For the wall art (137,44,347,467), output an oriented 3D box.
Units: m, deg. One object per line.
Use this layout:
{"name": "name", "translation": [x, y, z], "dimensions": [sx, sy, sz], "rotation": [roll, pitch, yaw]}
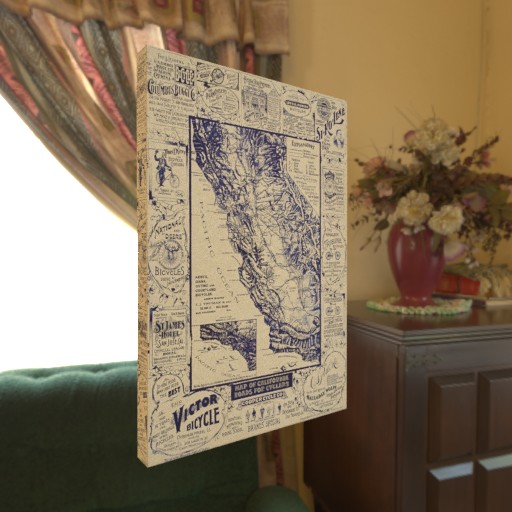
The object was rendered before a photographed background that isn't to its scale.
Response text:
{"name": "wall art", "translation": [0.000, 0.000, 0.763], "dimensions": [0.408, 0.601, 0.040], "rotation": [0, 1, -36]}
